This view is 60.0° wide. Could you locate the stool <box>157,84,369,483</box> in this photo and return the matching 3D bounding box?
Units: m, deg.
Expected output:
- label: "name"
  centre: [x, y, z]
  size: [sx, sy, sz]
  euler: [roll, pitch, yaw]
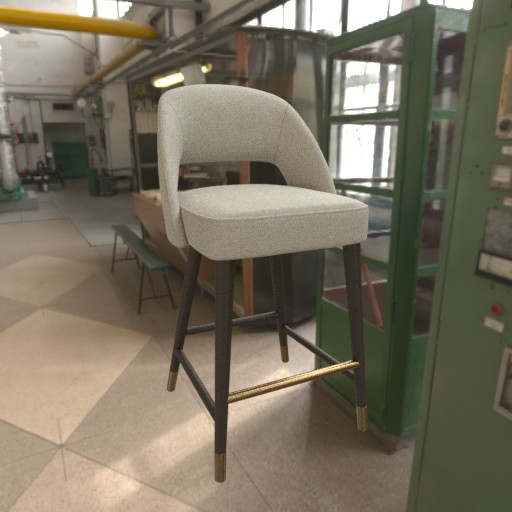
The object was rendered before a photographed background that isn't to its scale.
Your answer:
- label: "stool"
  centre: [0.000, 0.000, 1.235]
  size: [0.494, 0.940, 0.509]
  euler: [-7, 17, -25]
